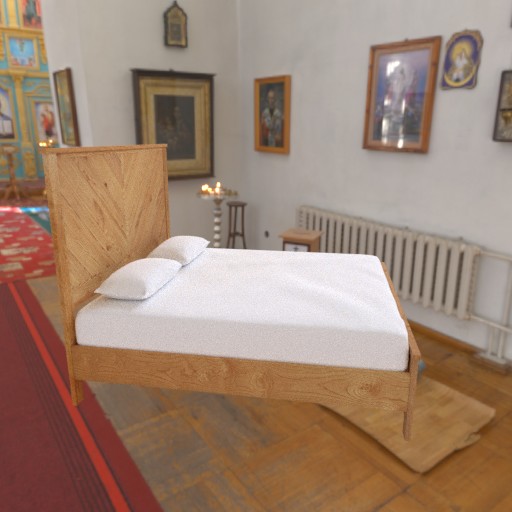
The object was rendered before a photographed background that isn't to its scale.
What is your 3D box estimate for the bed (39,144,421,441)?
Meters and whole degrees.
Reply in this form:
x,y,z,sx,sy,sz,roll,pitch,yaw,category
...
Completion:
x,y,z,sx,sy,sz,roll,pitch,yaw,category
0.000,0.000,4.027,2.530,1.938,2.225,3,15,9,bed
